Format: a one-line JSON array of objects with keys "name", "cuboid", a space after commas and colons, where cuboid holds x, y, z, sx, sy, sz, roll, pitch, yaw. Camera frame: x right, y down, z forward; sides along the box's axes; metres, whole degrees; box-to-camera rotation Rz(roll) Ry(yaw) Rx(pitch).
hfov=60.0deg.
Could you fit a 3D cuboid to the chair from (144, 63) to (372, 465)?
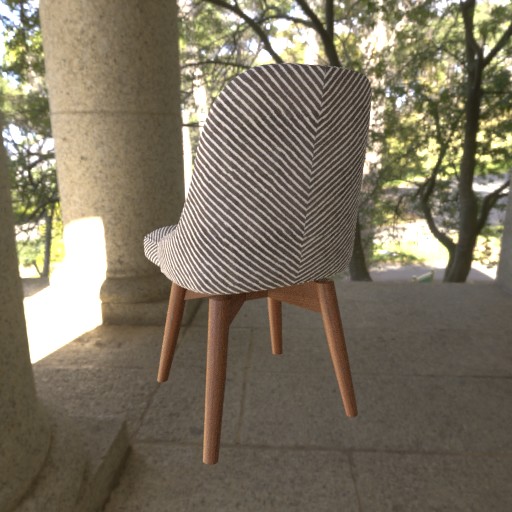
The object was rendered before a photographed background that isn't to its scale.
[{"name": "chair", "cuboid": [0.000, 0.000, 1.207, 0.504, 0.883, 0.591, -7, 16, -26]}]
